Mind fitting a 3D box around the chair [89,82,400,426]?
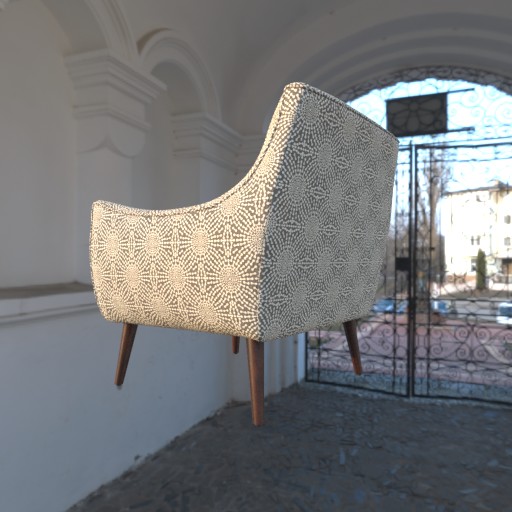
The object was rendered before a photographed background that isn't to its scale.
[{"bbox_3d":[0.000,0.000,1.470,0.787,0.838,0.762,0,0,37],"label":"chair"}]
